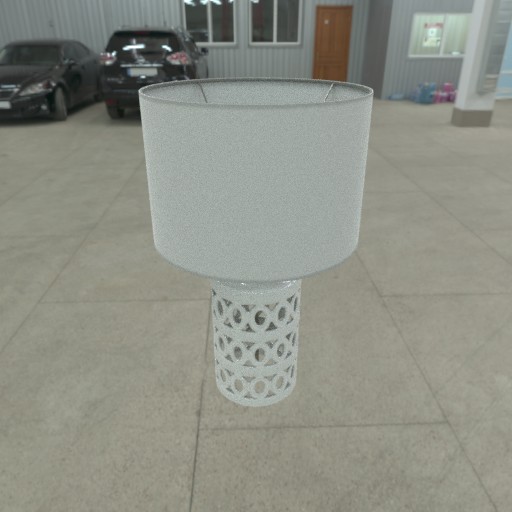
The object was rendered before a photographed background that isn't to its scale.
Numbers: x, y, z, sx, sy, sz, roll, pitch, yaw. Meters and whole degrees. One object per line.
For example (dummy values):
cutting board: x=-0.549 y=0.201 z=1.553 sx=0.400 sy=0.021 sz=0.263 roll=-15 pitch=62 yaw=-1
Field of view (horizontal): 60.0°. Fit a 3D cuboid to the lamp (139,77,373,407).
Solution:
lamp: x=0.000 y=0.000 z=0.705 sx=0.310 sy=0.502 sz=0.310 roll=0 pitch=27 yaw=0
